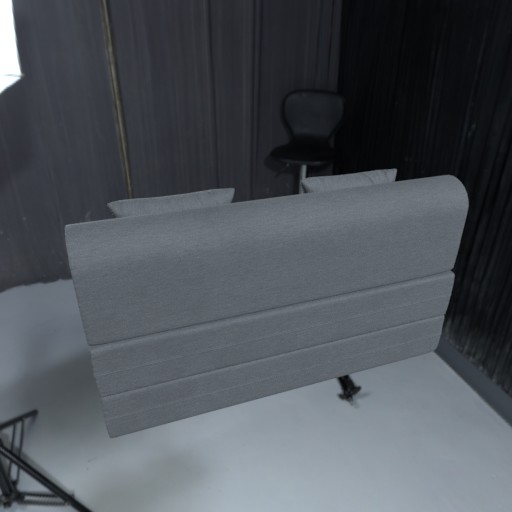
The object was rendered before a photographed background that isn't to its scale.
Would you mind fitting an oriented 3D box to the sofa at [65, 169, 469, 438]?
[{"bbox_3d":[0.000,0.000,1.686,1.225,0.670,0.762,-10,30,-17],"label":"sofa"}]
